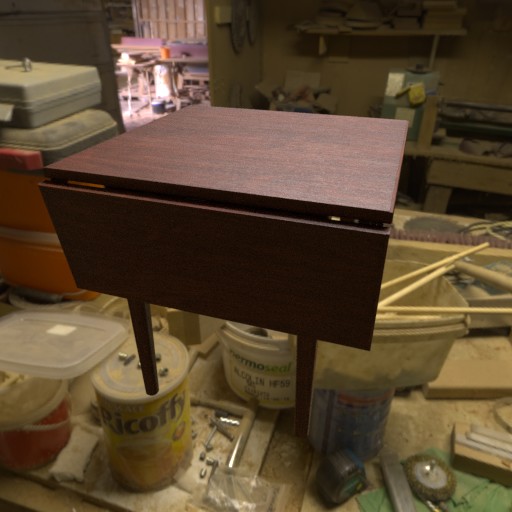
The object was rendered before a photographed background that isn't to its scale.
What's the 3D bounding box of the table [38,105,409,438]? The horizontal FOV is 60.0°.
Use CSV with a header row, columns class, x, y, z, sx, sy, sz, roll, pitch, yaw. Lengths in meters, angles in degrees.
class,x,y,z,sx,sy,sz,roll,pitch,yaw
table,0.000,0.000,1.455,0.812,0.763,0.843,10,31,16
